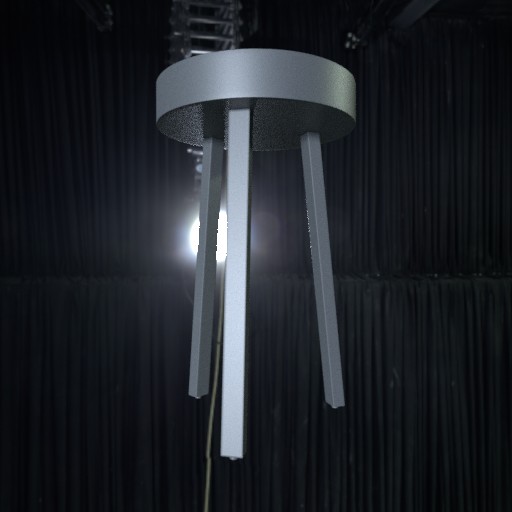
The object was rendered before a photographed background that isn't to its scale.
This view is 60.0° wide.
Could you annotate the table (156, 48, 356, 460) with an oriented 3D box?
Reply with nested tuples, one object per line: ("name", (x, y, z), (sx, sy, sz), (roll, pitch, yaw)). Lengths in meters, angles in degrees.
("table", (0.000, 0.000, 0.933), (0.406, 0.686, 0.406), (0, 1, -18))
